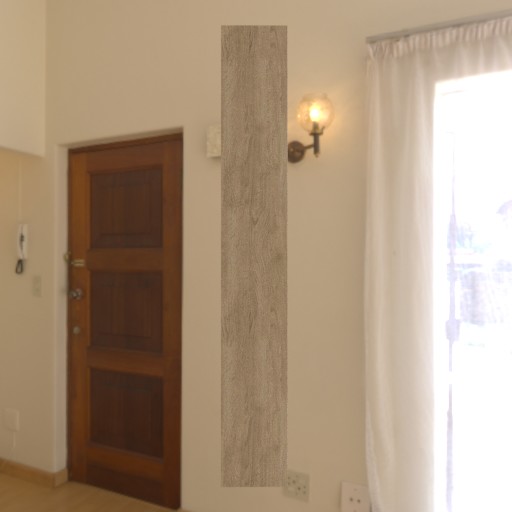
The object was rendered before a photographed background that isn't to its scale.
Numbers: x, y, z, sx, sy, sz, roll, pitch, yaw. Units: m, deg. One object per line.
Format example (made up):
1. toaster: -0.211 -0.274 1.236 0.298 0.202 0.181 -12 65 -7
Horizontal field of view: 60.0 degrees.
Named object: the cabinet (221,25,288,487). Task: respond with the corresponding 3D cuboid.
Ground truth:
1. cabinet: 0.000 0.000 1.825 0.250 1.630 0.520 0 0 0
